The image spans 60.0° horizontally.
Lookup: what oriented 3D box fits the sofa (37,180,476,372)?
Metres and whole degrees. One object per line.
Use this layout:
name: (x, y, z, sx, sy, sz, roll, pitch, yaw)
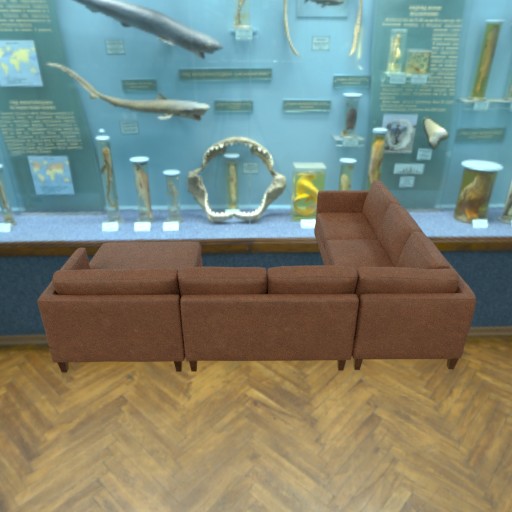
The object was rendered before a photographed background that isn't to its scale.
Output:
sofa: (0.000, 0.000, 4.673, 3.460, 0.923, 2.593, 0, 27, -1)
